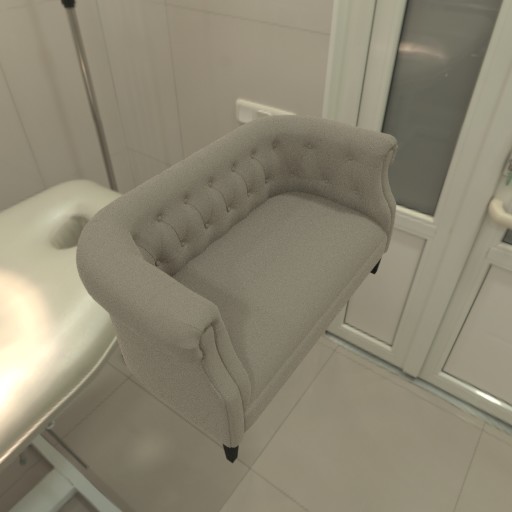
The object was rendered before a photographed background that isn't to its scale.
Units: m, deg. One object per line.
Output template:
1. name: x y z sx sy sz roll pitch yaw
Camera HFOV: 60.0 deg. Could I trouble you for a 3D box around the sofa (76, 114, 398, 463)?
1. sofa: 0.000 0.000 2.074 0.835 0.827 1.558 25 47 26
